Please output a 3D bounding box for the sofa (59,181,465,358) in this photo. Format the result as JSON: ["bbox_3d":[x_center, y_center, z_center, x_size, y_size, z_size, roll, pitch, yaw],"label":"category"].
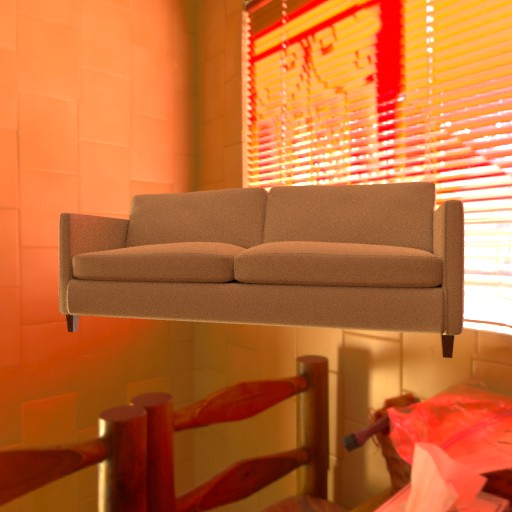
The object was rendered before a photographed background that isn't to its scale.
[{"bbox_3d":[0.000,0.000,2.863,2.361,0.962,0.951,0,1,18],"label":"sofa"}]
